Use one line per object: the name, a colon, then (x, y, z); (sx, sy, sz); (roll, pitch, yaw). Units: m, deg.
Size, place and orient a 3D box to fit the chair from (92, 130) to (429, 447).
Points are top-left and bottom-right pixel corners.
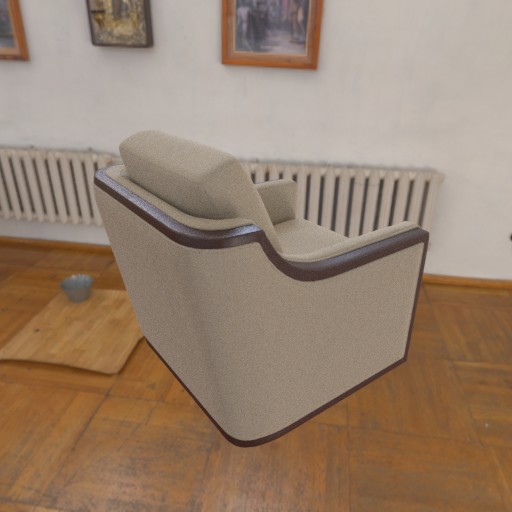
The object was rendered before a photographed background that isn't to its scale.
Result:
chair: (0.000, 0.000, 1.682); (0.950, 0.930, 0.870); (-18, 31, -32)
